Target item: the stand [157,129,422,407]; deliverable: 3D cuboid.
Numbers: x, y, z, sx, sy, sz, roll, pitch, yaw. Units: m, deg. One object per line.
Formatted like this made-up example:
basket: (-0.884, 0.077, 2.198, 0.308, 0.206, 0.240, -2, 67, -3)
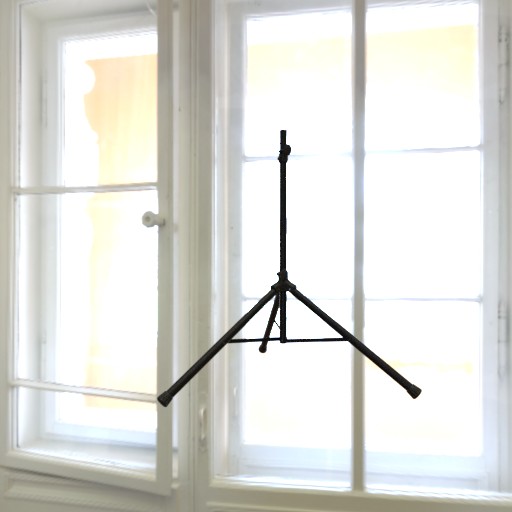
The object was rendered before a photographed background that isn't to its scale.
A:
stand: (0.000, 0.000, 1.920, 0.907, 1.136, 1.045, 0, 1, -35)
